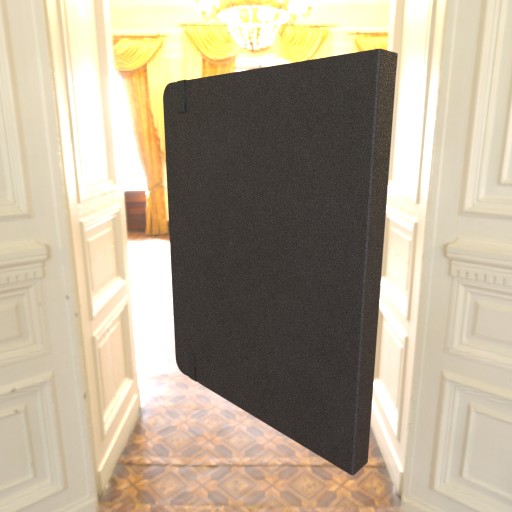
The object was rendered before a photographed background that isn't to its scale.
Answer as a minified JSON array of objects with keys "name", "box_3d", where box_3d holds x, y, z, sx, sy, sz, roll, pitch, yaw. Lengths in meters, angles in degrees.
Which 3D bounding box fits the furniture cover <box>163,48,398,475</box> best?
[{"name":"furniture cover","box_3d":[0.000,0.000,0.361,0.023,0.281,0.216,-14,20,-43]}]
